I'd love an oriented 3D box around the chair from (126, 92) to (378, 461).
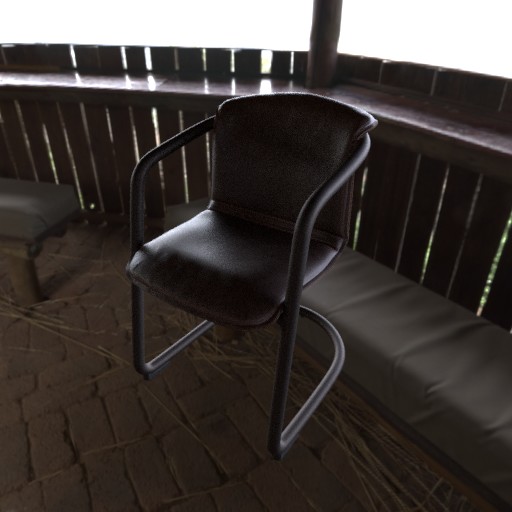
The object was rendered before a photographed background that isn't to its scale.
[{"bbox_3d":[0.000,0.000,1.290,0.536,0.836,0.664,19,35,30],"label":"chair"}]
